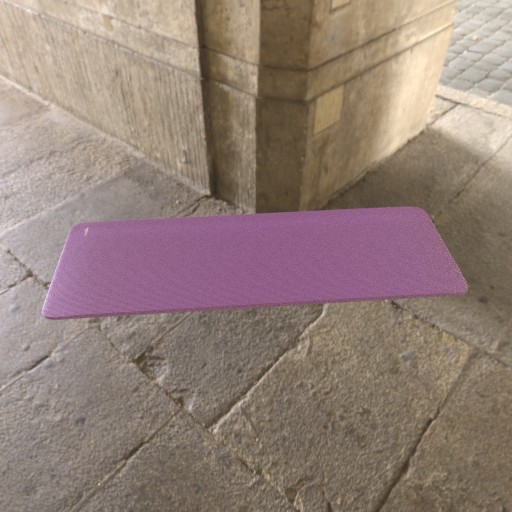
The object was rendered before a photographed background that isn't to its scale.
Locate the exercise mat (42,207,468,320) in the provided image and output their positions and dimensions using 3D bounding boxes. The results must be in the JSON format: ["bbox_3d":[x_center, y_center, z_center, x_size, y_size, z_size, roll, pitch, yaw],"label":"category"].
[{"bbox_3d":[0.000,0.000,2.124,1.869,0.021,0.616,-3,45,-3],"label":"exercise mat"}]
